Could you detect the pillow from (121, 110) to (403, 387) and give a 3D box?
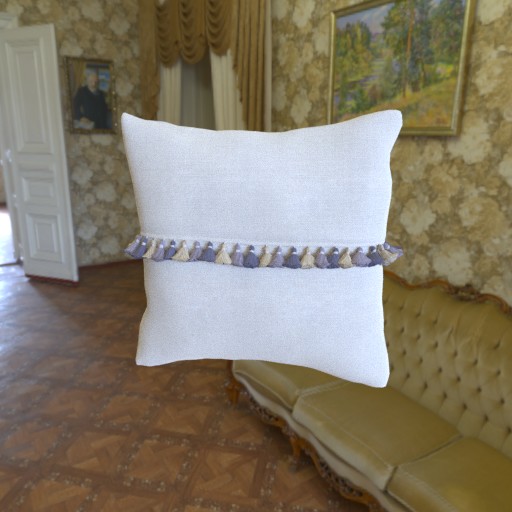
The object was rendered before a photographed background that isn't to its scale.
[{"bbox_3d":[0.000,0.000,0.769,0.489,0.481,0.165,2,14,9],"label":"pillow"}]
